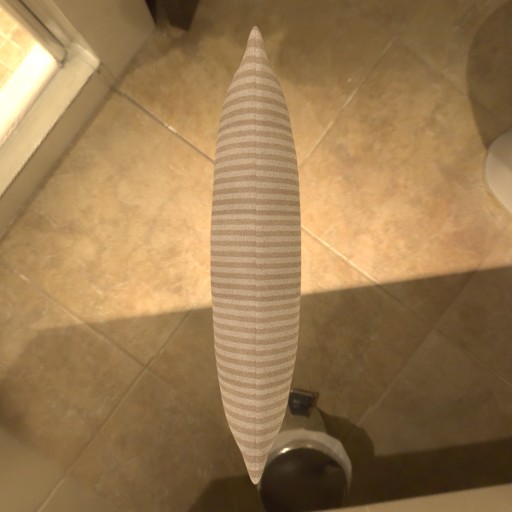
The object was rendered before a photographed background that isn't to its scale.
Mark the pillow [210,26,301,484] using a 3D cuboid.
[{"bbox_3d":[0.000,0.000,0.738,0.151,0.295,0.617,0,91,0],"label":"pillow"}]
